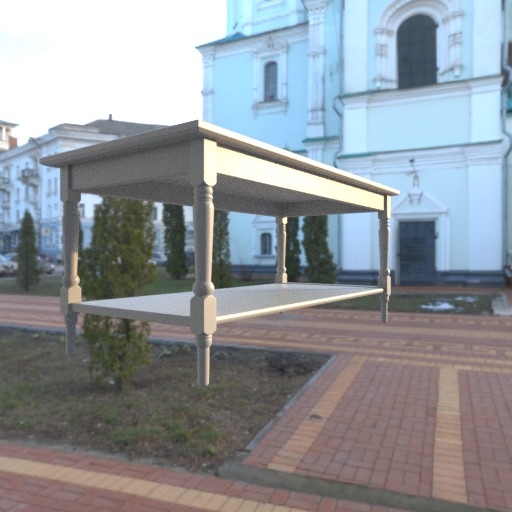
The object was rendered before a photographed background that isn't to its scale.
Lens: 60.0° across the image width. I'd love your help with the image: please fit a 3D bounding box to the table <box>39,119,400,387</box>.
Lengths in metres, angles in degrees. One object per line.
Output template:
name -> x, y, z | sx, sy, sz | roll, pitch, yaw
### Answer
table -> 0.000, 0.000, 1.409 | 0.551, 0.506, 1.109 | 0, 0, 36
